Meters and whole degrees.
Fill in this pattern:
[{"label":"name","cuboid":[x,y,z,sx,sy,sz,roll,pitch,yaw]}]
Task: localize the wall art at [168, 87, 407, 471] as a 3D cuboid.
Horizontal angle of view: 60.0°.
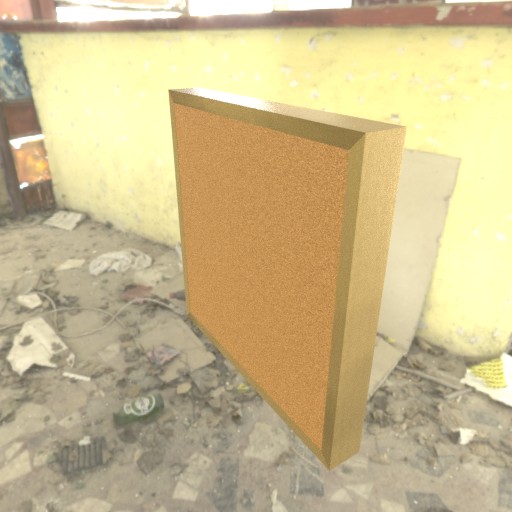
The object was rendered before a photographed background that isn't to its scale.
[{"label":"wall art","cuboid":[0.000,0.000,0.464,0.038,0.305,0.304,-16,30,-29]}]
